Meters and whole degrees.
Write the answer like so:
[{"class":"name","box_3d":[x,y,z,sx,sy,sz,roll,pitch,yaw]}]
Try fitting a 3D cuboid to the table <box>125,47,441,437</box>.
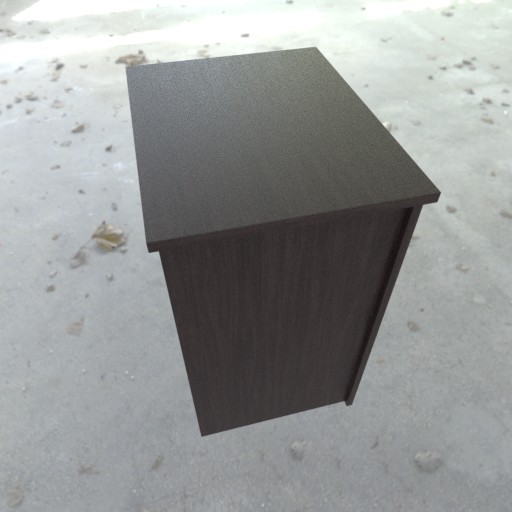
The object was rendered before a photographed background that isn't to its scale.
[{"class":"table","box_3d":[0.000,0.000,0.929,0.381,0.635,0.480,-10,48,-10]}]
